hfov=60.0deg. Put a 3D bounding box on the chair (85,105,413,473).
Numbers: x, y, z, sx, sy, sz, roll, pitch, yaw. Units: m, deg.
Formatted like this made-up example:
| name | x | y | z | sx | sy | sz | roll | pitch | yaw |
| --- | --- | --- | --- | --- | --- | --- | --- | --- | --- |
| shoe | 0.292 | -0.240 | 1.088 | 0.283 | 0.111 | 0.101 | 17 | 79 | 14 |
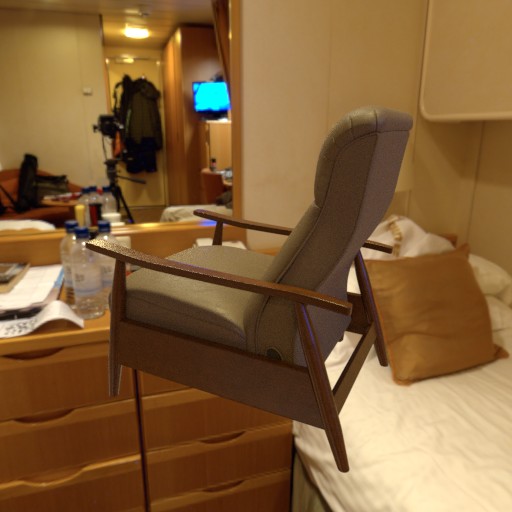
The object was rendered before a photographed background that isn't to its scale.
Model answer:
| name | x | y | z | sx | sy | sz | roll | pitch | yaw |
| --- | --- | --- | --- | --- | --- | --- | --- | --- | --- |
| chair | 0.000 | 0.000 | 1.734 | 1.014 | 1.082 | 0.762 | 8 | 18 | 24 |
